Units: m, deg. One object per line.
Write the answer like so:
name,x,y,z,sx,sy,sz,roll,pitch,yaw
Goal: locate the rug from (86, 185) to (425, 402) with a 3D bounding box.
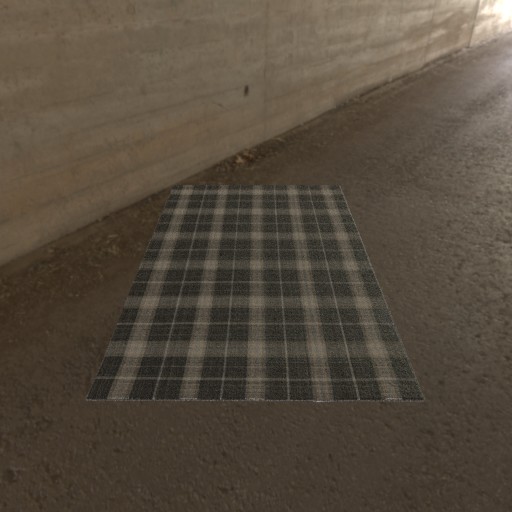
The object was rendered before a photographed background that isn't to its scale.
rug,0.000,0.000,3.002,1.520,0.015,2.434,0,32,0
